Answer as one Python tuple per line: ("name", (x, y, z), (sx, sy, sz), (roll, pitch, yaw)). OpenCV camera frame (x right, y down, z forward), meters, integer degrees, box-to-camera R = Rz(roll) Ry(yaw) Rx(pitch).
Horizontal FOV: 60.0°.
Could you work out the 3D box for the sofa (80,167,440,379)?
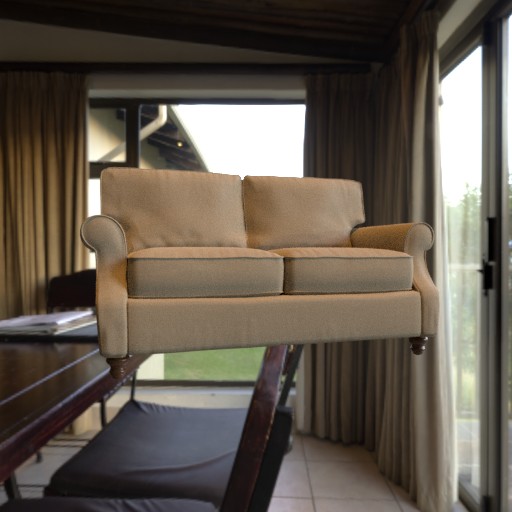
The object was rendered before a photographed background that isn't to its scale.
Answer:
("sofa", (0.000, 0.000, 2.287), (1.665, 0.937, 0.964), (0, 0, -17))
